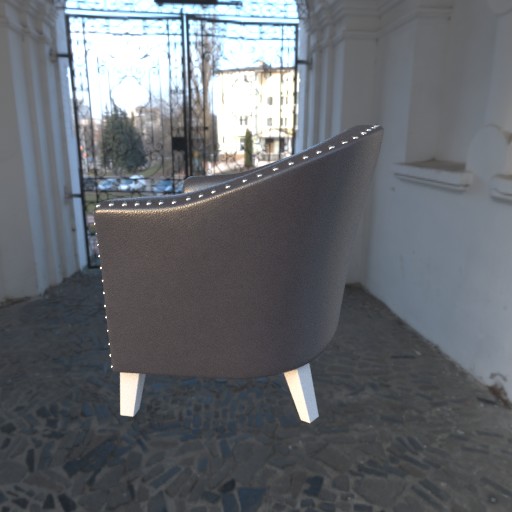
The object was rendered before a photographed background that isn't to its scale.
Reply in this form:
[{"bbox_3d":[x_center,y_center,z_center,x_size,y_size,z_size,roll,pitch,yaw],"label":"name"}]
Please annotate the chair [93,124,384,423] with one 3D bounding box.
[{"bbox_3d":[0.000,0.000,1.453,0.748,0.823,0.794,2,15,9],"label":"chair"}]
